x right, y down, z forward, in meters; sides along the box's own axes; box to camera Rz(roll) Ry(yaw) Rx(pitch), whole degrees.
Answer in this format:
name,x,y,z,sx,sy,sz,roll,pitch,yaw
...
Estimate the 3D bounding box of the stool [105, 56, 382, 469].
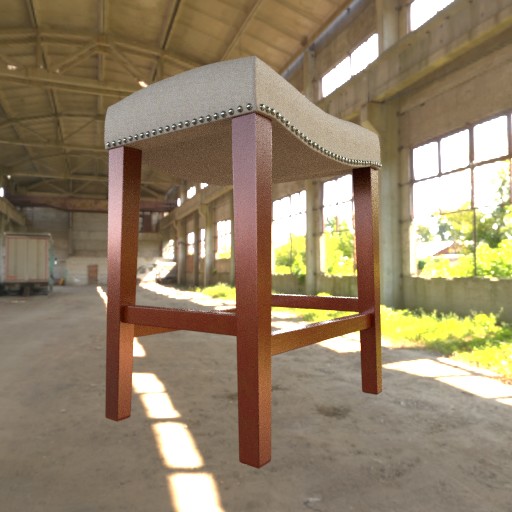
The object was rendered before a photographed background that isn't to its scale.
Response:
name,x,y,z,sx,sy,sz,roll,pitch,yaw
stool,0.000,0.000,0.950,0.375,0.632,0.509,-1,-2,36
